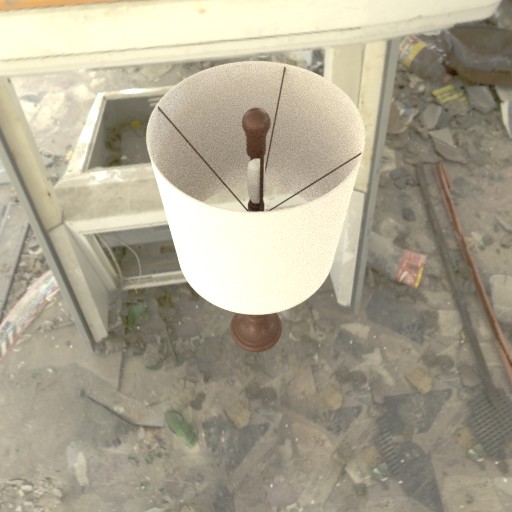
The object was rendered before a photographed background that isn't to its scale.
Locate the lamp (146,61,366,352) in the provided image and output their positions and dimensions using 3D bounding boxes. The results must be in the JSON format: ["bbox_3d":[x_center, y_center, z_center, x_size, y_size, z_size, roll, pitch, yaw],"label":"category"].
[{"bbox_3d":[0.000,0.000,0.742,0.250,0.597,0.250,15,59,9],"label":"lamp"}]
